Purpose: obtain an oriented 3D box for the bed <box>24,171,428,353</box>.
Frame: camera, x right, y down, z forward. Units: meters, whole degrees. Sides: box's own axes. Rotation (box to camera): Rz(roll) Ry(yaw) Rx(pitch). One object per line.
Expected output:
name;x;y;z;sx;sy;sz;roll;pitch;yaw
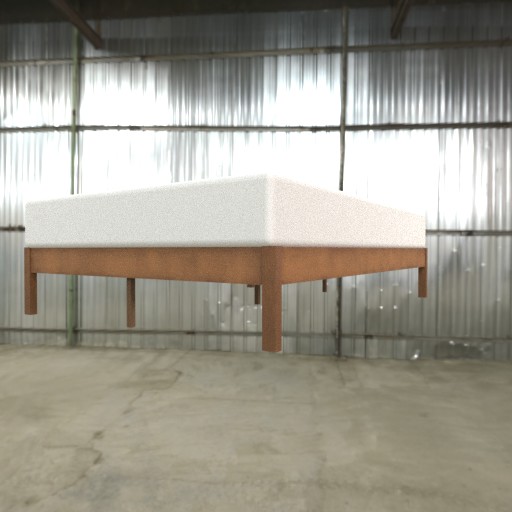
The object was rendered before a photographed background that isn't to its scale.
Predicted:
bed;0.000;0.000;2.701;1.529;0.593;2.050;1;1;34
